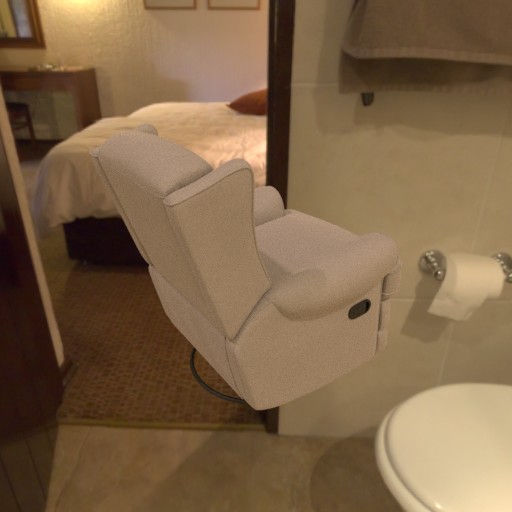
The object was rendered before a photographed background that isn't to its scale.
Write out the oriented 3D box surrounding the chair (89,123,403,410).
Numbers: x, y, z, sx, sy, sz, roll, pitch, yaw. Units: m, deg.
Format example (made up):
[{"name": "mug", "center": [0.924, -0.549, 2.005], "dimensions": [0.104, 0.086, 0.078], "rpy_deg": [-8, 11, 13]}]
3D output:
[{"name": "chair", "center": [0.000, 0.000, 1.746], "dimensions": [0.969, 1.011, 0.847], "rpy_deg": [-18, 32, -31]}]
